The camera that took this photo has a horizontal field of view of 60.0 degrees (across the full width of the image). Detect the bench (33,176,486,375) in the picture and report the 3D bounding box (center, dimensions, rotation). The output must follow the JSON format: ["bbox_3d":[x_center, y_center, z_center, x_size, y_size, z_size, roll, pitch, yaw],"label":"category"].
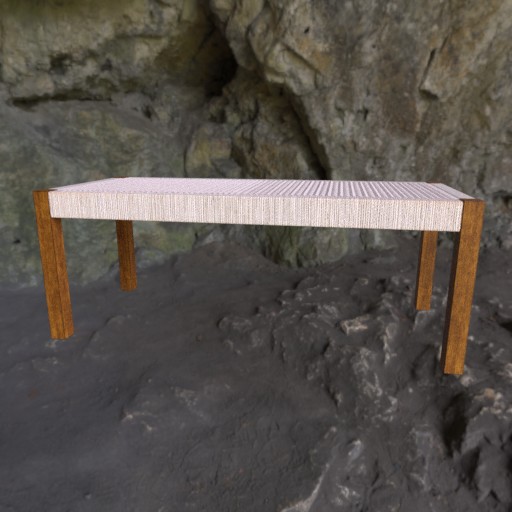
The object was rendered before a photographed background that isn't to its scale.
[{"bbox_3d":[0.000,0.000,1.451,1.198,0.457,0.507,3,15,10],"label":"bench"}]
